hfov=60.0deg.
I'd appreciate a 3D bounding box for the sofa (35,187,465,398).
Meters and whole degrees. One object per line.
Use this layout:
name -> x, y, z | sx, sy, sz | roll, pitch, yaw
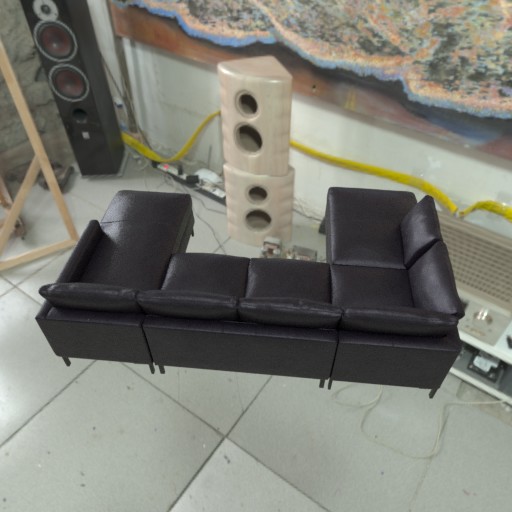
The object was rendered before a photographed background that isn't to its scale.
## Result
sofa -> 0.000, 0.000, 3.811 | 2.956, 0.900, 1.939 | 4, 45, 4
